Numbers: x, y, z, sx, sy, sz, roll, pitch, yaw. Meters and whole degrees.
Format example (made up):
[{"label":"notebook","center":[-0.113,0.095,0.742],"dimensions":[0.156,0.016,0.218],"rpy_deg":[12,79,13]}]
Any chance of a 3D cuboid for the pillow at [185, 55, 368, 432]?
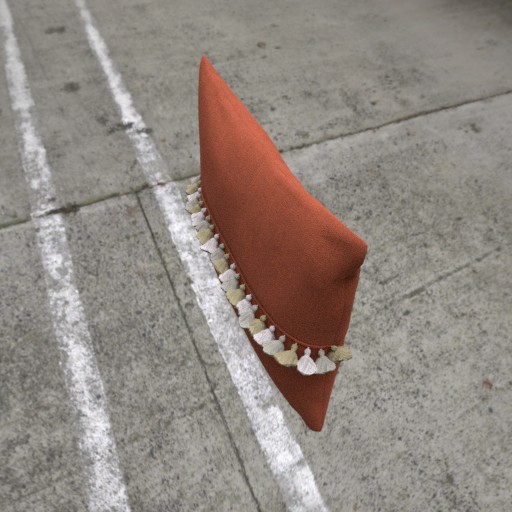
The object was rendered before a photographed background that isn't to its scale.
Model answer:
[{"label":"pillow","center":[0.000,0.000,0.748],"dimensions":[0.165,0.482,0.490],"rpy_deg":[-19,51,-16]}]
